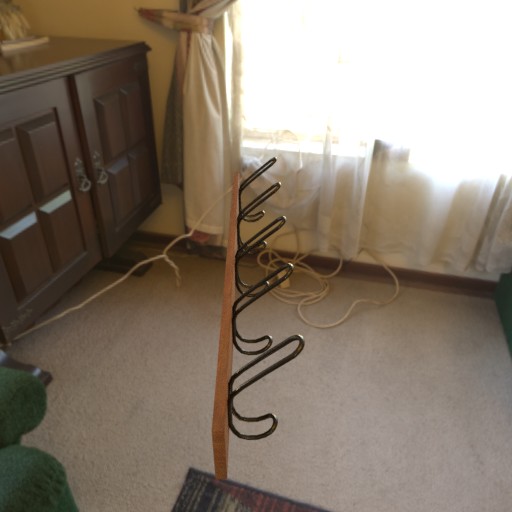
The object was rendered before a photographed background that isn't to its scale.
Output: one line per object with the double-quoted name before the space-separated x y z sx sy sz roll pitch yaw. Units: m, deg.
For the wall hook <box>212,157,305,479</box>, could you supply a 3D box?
"wall hook" 0.000 0.000 0.588 0.076 0.116 0.554 0 32 -1
